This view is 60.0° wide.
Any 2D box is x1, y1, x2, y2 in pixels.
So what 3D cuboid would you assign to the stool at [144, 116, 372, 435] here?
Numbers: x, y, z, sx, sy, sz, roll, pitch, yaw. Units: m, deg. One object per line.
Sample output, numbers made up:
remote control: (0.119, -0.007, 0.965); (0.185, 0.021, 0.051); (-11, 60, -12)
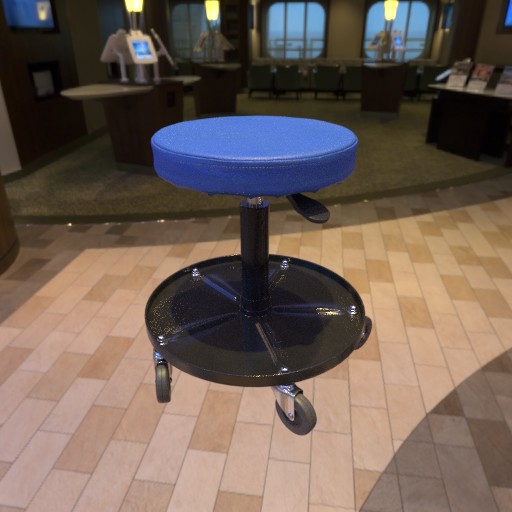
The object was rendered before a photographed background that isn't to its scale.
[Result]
stool: (0.000, 0.000, 0.667); (0.381, 0.365, 0.382); (-19, 33, -33)
